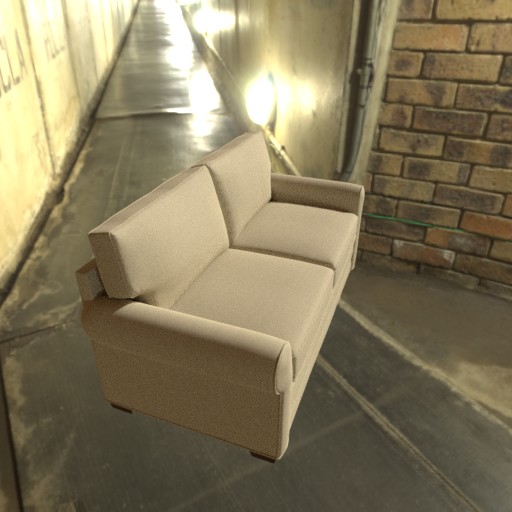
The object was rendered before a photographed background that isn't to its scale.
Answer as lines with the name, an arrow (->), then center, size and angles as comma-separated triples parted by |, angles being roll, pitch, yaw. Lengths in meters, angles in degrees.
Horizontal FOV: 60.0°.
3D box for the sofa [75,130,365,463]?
sofa -> 0.000, 0.000, 2.336 | 0.861, 0.933, 1.774 | 11, 32, 18
